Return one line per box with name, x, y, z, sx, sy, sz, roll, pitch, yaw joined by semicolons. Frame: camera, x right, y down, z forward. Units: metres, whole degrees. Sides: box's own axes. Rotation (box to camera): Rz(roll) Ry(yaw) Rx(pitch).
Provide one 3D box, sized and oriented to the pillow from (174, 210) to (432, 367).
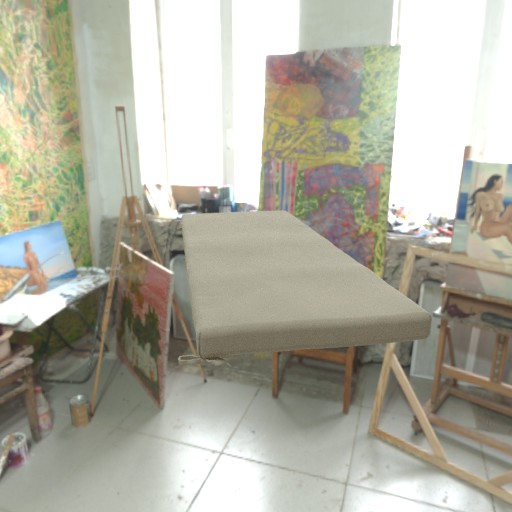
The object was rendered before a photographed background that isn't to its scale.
pillow;0.000;0.000;1.357;0.492;0.081;1.187;-3;16;-10
